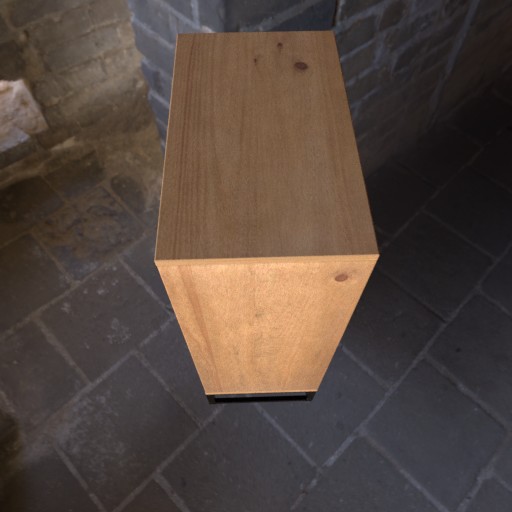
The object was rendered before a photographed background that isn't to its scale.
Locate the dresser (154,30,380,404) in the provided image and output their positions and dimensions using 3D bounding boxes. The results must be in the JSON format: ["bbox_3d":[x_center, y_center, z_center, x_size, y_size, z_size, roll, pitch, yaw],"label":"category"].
[{"bbox_3d":[0.000,0.000,1.608,0.479,1.240,0.761,-2,59,-1],"label":"dresser"}]
